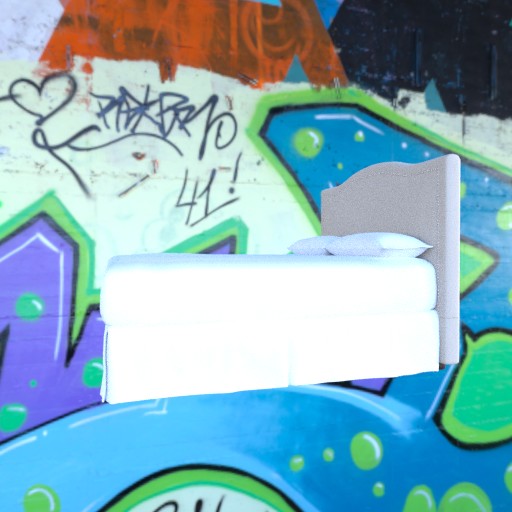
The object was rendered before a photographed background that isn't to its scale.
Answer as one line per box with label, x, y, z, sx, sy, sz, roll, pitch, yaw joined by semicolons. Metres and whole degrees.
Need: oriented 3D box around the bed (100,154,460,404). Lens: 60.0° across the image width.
bed;0.000;0.000;3.128;2.052;1.398;1.678;0;1;-18
